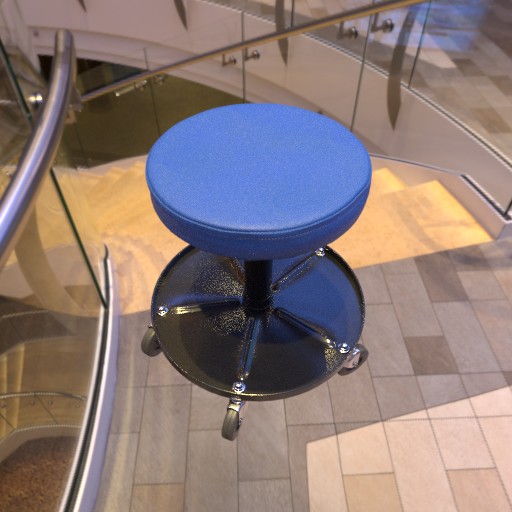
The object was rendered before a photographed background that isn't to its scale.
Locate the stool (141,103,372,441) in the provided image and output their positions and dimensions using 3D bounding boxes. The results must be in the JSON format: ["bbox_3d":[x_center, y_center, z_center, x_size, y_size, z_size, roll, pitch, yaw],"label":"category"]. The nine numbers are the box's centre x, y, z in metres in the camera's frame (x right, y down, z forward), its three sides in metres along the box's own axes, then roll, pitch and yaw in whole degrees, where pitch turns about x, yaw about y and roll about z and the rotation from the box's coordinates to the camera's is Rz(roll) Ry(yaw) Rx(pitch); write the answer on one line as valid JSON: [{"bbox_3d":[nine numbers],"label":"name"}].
[{"bbox_3d":[0.000,0.000,0.670,0.382,0.365,0.381,32,54,27],"label":"stool"}]
